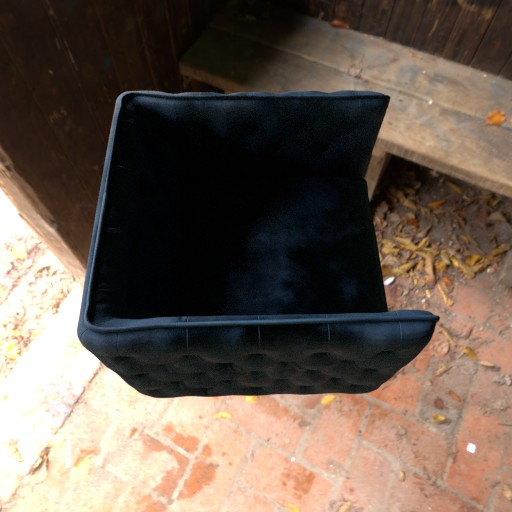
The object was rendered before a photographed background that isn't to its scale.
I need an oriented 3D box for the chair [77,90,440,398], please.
[{"bbox_3d":[0.000,0.000,1.542,0.877,0.771,0.868,-1,62,-1],"label":"chair"}]
